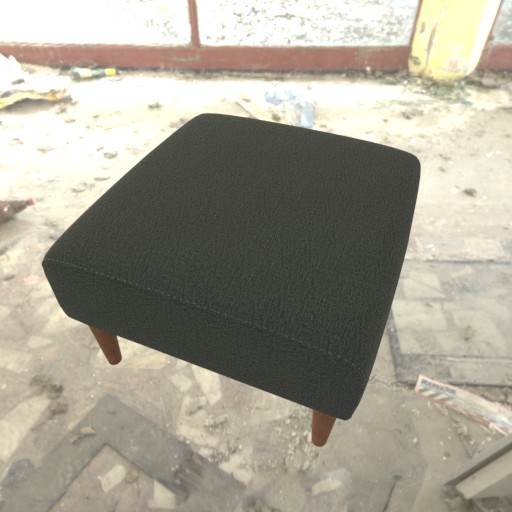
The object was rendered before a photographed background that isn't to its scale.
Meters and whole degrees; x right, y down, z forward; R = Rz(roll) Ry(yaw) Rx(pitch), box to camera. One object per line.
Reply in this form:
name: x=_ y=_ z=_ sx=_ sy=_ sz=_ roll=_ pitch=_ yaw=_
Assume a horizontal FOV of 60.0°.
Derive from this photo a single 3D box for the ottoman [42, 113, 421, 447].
ottoman: x=0.000 y=0.000 z=1.058 sx=0.649 sy=0.398 sz=0.650 roll=16 pitch=46 yaw=16
